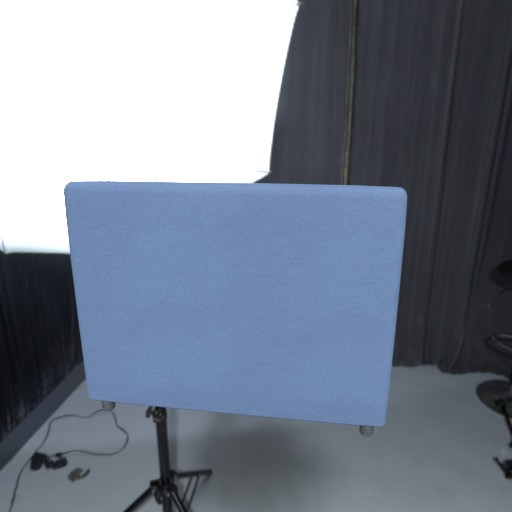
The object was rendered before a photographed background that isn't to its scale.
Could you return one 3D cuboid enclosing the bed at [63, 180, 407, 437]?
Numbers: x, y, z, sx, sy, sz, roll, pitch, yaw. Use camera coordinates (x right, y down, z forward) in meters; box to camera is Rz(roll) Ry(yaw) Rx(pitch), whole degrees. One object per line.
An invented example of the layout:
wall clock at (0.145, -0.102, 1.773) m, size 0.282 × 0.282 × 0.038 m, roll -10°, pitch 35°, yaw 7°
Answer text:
bed at (0.000, 0.000, 3.251) m, size 1.713 × 1.330 × 2.162 m, roll 2°, pitch 17°, yaw 8°
